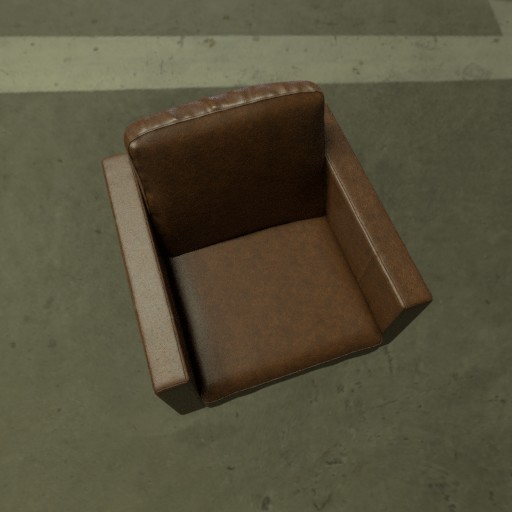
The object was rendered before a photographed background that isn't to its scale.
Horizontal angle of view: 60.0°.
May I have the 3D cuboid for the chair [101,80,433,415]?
[{"bbox_3d":[0.000,0.000,1.663,0.890,0.956,0.909,-17,65,-8],"label":"chair"}]
